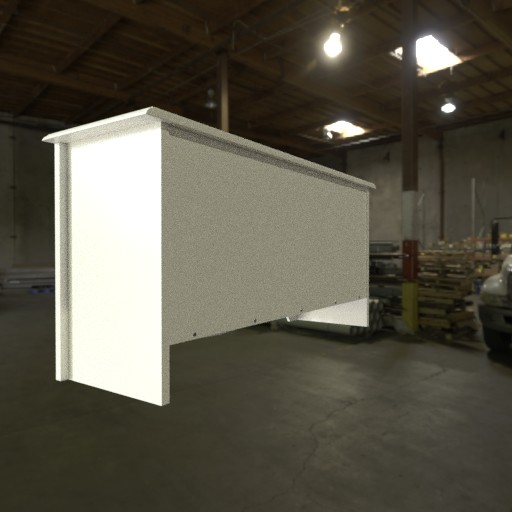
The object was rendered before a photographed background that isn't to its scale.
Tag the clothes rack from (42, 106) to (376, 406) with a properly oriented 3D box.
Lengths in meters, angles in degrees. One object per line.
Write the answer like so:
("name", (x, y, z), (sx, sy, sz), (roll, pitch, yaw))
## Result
("clothes rack", (0.000, 0.000, 1.309), (0.324, 0.531, 1.120), (1, 1, 35))
